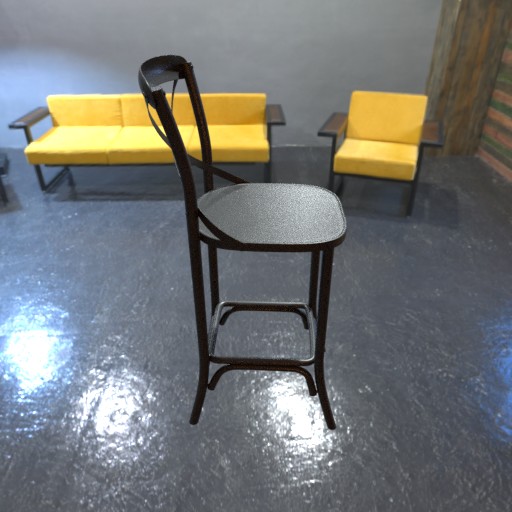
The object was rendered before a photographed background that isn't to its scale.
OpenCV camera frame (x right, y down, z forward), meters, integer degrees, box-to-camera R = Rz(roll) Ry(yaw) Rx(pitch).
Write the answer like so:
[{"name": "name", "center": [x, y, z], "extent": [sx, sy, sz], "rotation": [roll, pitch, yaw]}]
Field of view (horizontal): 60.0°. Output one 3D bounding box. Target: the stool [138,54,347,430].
[{"name": "stool", "center": [0.000, 0.000, 1.438], "extent": [0.584, 1.168, 0.457], "rotation": [1, 31, 2]}]
